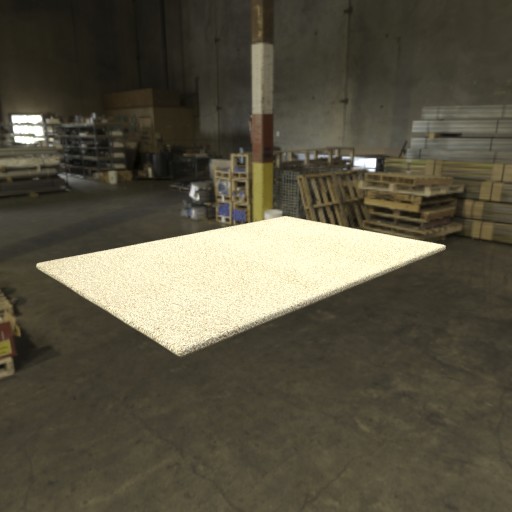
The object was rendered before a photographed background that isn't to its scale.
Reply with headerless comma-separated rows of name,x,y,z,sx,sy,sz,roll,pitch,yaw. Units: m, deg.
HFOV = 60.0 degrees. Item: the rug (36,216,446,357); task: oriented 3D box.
rug,0.000,0.000,2.304,1.778,0.030,1.219,-15,21,-42
